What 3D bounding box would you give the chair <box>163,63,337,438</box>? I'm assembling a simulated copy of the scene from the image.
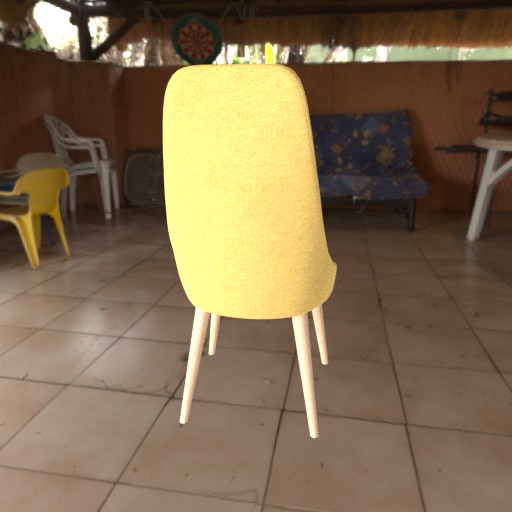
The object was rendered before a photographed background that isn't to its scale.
[{"bbox_3d":[0.000,0.000,1.395,0.510,1.040,0.660,3,16,9],"label":"chair"}]
